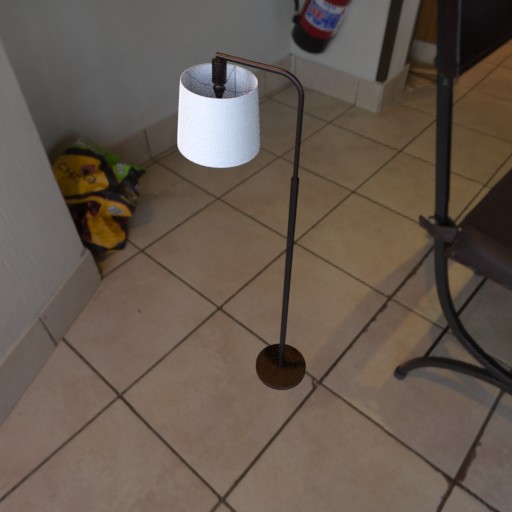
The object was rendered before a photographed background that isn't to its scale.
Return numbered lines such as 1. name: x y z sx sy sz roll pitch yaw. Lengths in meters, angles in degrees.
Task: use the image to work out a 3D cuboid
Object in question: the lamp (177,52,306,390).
1. lamp: 0.000 0.000 1.686 0.508 1.478 0.254 17 48 15
